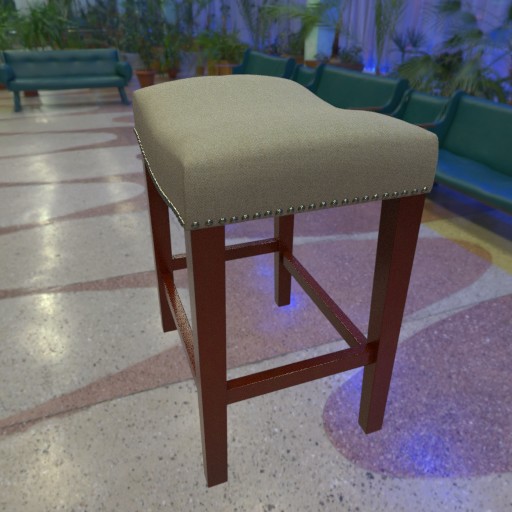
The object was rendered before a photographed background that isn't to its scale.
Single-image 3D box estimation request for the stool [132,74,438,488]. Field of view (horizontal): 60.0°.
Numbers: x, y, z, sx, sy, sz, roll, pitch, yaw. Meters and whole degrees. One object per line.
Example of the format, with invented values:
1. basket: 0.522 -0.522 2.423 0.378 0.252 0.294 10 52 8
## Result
1. stool: 0.000 0.000 0.901 0.375 0.632 0.509 -10 32 -17
